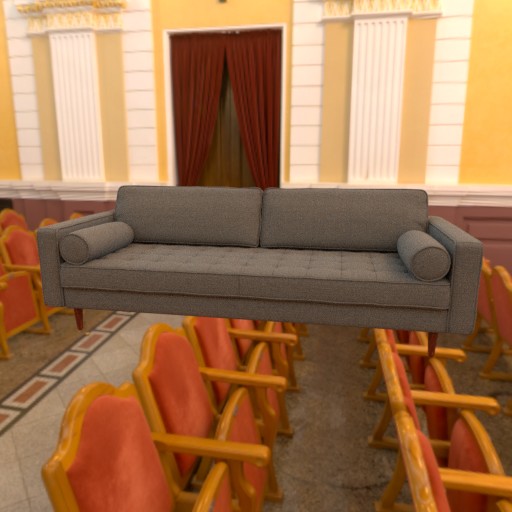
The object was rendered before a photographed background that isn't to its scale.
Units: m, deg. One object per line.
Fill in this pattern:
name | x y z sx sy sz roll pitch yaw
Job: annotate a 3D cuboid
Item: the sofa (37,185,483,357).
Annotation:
sofa | 0.000 0.000 2.578 2.198 0.762 0.914 2 13 10
